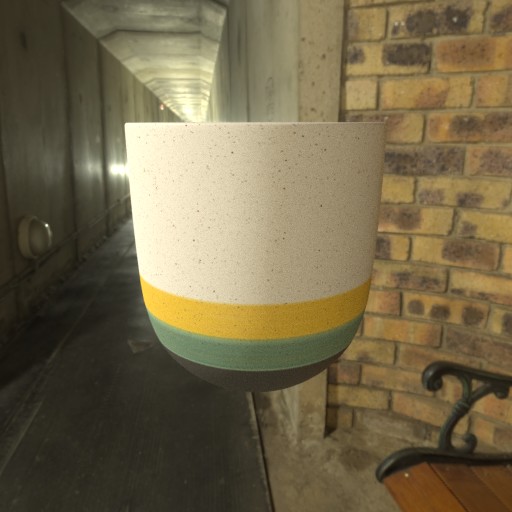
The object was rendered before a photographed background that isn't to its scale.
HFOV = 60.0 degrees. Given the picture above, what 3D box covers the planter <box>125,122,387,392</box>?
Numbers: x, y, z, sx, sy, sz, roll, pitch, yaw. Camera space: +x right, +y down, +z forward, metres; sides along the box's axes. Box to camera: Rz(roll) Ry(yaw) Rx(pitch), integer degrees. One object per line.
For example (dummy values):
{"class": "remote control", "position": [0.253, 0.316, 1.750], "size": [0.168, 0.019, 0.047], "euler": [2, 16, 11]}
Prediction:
{"class": "planter", "position": [0.000, 0.000, 0.372], "size": [0.195, 0.214, 0.195], "euler": [0, 16, 0]}
